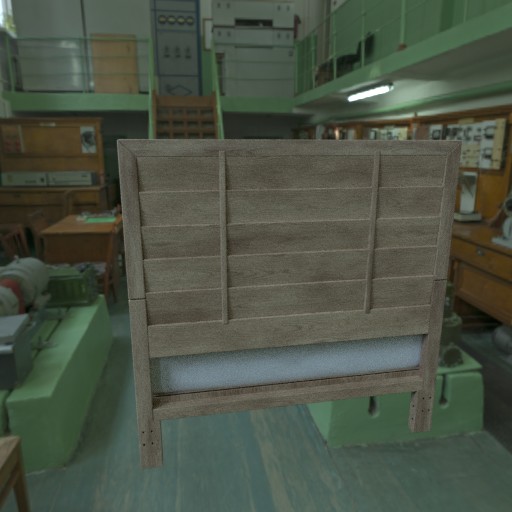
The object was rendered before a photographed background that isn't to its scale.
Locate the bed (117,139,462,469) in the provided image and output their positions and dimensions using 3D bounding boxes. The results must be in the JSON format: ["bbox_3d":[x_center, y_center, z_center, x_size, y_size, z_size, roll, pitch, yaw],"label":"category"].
[{"bbox_3d":[0.000,0.000,3.253,1.626,1.626,2.197,-3,14,-11],"label":"bed"}]
